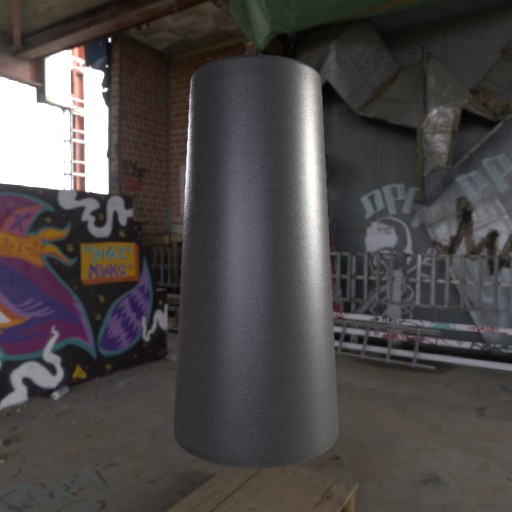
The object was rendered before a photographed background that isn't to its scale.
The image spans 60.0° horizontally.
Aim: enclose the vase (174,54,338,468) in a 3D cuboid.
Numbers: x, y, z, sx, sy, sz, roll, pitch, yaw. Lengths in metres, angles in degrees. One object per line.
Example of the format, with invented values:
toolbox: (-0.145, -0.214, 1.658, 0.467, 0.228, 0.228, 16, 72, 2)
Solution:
vase: (0.000, 0.000, 0.369, 0.136, 0.289, 0.136, -2, 3, -38)
